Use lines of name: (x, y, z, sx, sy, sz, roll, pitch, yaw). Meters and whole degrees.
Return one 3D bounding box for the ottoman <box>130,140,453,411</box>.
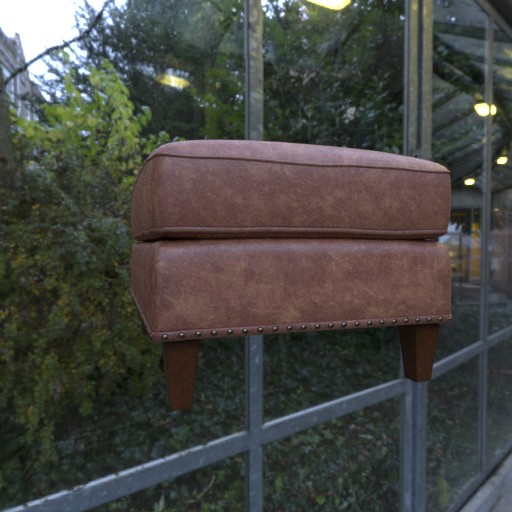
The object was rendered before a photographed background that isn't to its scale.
ottoman: (0.000, 0.000, 1.114, 0.586, 0.486, 0.742, 0, 2, -18)
